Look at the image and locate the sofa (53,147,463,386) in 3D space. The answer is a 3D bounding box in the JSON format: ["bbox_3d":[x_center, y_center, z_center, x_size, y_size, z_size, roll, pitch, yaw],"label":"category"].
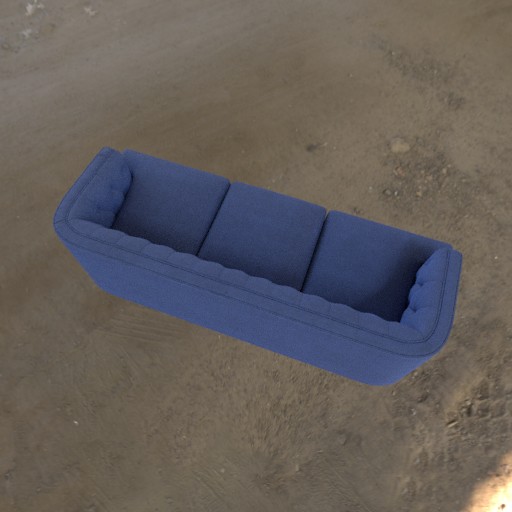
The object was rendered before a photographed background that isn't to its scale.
[{"bbox_3d":[0.000,0.000,2.708,2.235,0.787,0.914,18,64,9],"label":"sofa"}]
